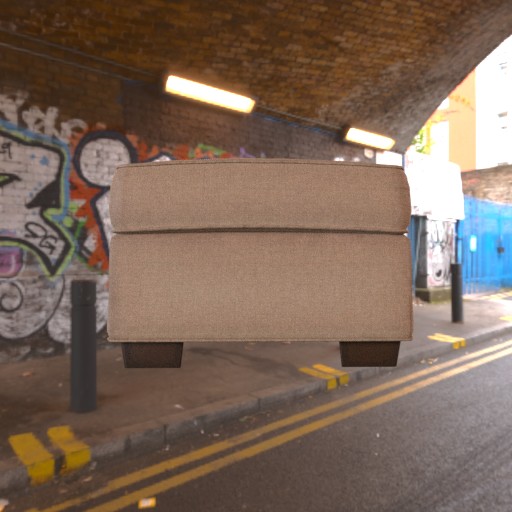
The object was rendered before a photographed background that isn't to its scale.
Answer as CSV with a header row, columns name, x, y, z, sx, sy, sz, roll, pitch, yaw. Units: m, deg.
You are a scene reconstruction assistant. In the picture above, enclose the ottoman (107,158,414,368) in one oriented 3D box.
name,x,y,z,sx,sy,sz,roll,pitch,yaw
ottoman,0.000,0.000,1.416,0.617,0.448,1.097,0,0,-1
